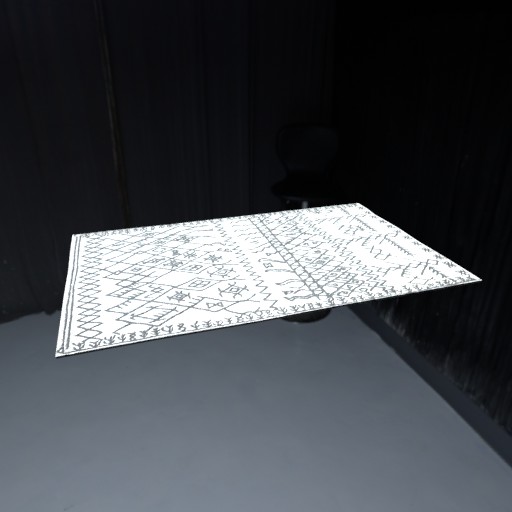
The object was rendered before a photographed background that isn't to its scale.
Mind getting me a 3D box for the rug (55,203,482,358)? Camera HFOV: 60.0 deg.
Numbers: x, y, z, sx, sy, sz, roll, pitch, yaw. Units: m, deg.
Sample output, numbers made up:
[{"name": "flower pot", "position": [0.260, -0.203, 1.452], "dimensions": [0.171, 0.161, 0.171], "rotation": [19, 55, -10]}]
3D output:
[{"name": "rug", "position": [0.000, 0.000, 3.050], "dimensions": [2.444, 0.012, 1.530], "rotation": [-8, 27, -16]}]
